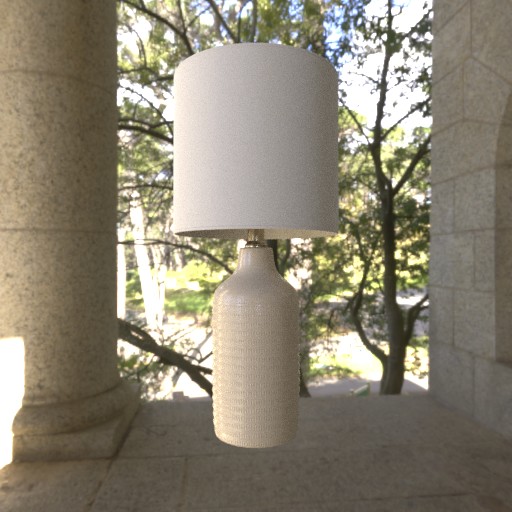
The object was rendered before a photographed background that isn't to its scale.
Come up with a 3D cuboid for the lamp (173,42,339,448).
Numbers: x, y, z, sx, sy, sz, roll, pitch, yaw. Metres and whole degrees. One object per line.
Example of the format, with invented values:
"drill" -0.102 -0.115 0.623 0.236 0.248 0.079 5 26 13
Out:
"lamp" 0.000 0.000 0.602 0.220 0.475 0.220 1 -1 -35
